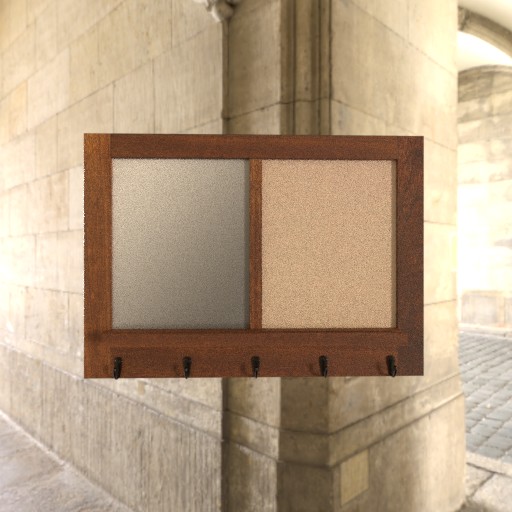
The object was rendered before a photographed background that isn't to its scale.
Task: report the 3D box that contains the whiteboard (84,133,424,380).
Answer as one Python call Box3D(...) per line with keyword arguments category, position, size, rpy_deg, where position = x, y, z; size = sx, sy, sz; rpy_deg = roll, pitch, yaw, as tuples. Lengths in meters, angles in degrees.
Box3D(category="whiteboard", position=(0.000, 0.000, 1.001), size=(0.783, 0.559, 0.083), rpy_deg=(0, 0, -2))
